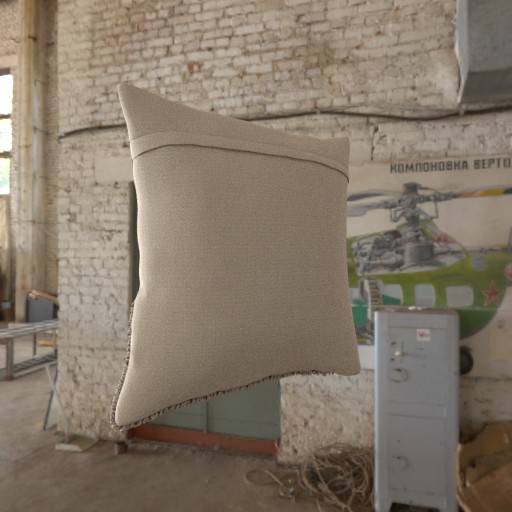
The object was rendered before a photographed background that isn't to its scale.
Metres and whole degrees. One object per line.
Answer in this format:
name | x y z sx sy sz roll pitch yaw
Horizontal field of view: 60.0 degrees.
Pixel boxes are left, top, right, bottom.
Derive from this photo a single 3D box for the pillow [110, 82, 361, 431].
pillow | 0.000 0.000 0.730 0.475 0.473 0.178 1 -1 -37
